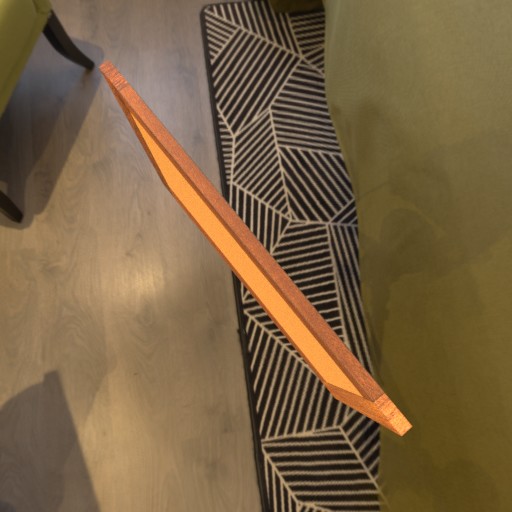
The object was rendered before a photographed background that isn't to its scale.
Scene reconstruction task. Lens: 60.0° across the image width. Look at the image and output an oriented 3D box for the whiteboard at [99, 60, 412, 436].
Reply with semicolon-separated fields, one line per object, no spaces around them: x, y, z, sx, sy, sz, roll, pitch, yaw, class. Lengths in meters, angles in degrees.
0.000;0.000;0.992;0.083;0.559;0.783;-38;80;-8;whiteboard
